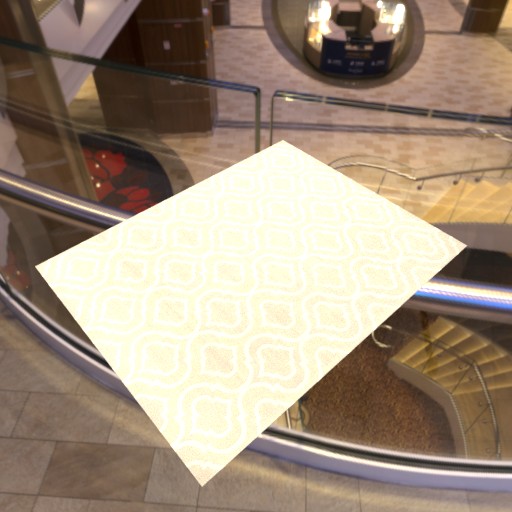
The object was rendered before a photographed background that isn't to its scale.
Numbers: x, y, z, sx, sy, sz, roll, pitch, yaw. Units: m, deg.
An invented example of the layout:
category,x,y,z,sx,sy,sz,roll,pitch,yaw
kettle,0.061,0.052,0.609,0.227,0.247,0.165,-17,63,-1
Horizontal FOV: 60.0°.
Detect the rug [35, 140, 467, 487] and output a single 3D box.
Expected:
category,x,y,z,sx,sy,sz,roll,pitch,yaw
rug,0.000,0.000,3.776,2.892,0.006,2.283,-33,55,-28
